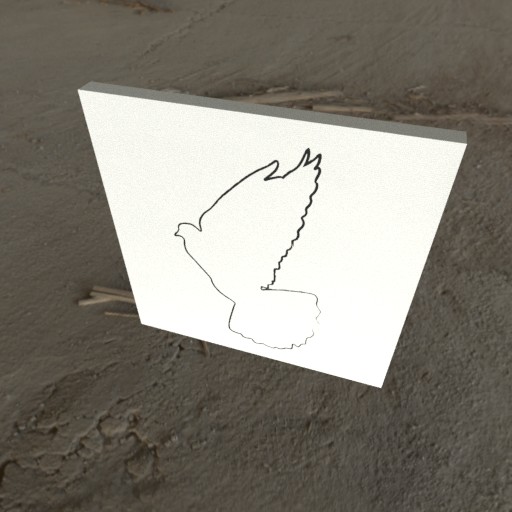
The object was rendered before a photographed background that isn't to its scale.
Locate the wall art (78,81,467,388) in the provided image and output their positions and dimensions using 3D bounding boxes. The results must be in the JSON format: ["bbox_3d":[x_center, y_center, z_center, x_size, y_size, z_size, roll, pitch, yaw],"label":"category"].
[{"bbox_3d":[0.000,0.000,0.885,0.610,0.610,0.038,12,44,13],"label":"wall art"}]
